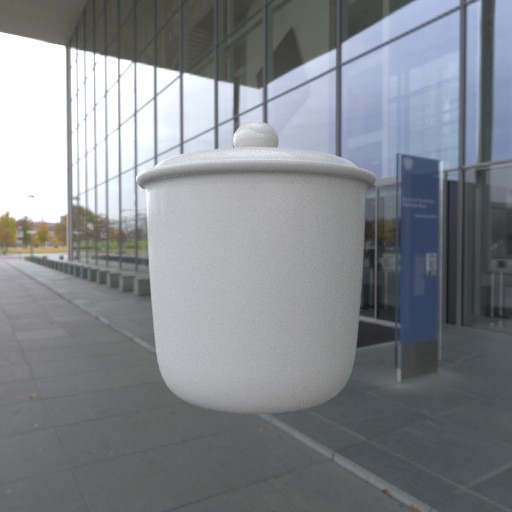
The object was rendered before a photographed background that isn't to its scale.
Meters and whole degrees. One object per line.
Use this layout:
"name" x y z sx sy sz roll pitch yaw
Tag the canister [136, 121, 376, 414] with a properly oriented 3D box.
"canister" 0.000 0.000 0.349 0.182 0.208 0.182 0 1 0
